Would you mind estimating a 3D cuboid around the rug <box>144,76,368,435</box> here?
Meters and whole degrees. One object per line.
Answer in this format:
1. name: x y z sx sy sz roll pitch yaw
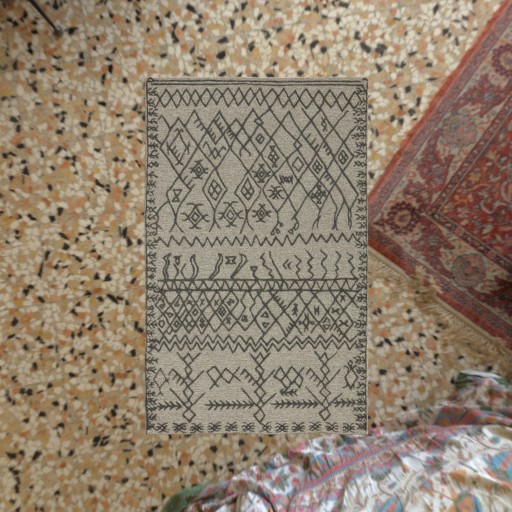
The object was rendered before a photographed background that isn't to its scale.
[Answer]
1. rug: 0.000 0.000 4.741 2.393 0.019 3.824 0 90 0
